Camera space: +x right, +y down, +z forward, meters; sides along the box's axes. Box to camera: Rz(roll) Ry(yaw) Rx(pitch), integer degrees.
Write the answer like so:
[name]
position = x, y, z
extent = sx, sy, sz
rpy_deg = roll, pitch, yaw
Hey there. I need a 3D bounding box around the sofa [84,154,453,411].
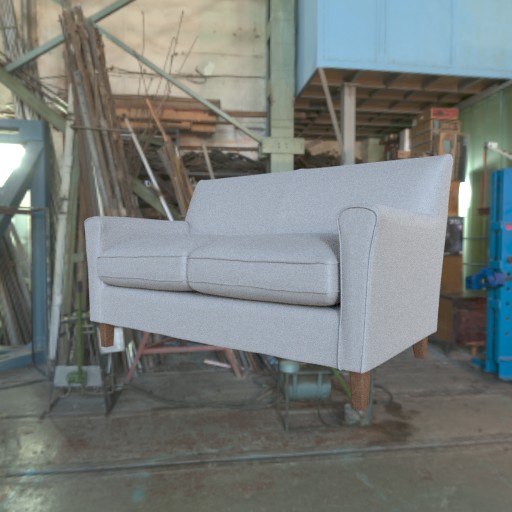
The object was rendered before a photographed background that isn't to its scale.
[sofa]
position = 0.000, 0.000, 2.027
extent = 1.482, 0.890, 0.888
rpy_deg = 2, 3, 37
